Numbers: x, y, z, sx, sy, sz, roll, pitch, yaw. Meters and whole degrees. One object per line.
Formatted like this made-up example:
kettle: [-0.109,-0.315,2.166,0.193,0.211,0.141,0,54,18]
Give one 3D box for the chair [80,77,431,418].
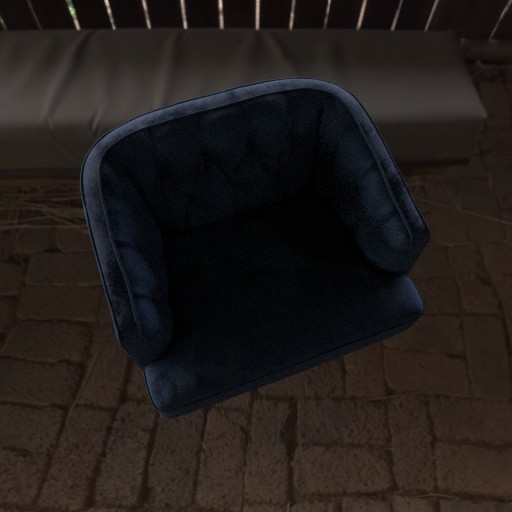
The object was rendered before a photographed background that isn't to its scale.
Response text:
chair: [0.000,0.000,1.750,1.094,0.852,0.940,-18,64,-9]
